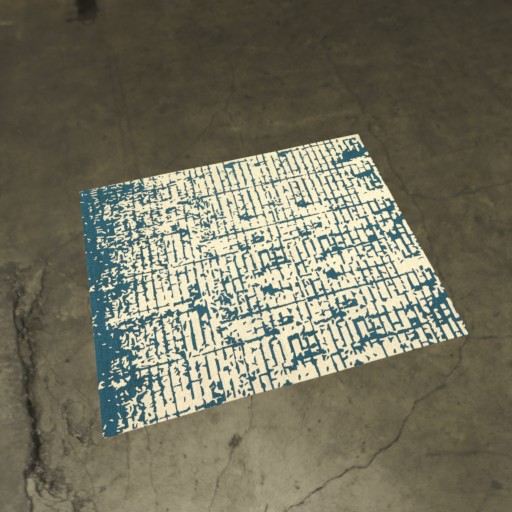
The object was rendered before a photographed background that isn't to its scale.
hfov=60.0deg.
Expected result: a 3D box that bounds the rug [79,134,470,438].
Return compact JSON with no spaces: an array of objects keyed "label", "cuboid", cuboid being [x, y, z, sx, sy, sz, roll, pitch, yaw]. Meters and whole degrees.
[{"label":"rug","cuboid":[0.000,0.000,4.074,3.017,0.014,2.416,-14,60,-8]}]
